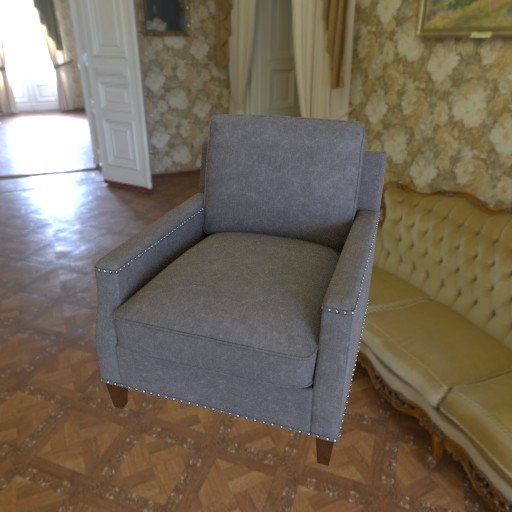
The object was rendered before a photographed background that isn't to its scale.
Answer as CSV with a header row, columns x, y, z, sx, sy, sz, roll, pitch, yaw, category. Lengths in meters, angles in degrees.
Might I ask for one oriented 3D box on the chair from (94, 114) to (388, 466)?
x,y,z,sx,sy,sz,roll,pitch,yaw,category
0.000,0.000,1.715,0.853,0.948,1.014,8,26,17,chair
